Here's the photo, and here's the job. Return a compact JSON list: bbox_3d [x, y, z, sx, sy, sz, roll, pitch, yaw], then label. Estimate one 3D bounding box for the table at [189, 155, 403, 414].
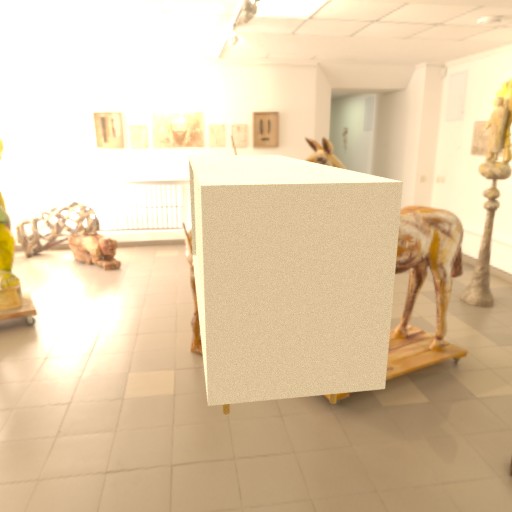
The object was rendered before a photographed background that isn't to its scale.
[{"bbox_3d":[0.000,0.000,1.884,0.508,0.769,1.500,-3,16,-9],"label":"table"}]
